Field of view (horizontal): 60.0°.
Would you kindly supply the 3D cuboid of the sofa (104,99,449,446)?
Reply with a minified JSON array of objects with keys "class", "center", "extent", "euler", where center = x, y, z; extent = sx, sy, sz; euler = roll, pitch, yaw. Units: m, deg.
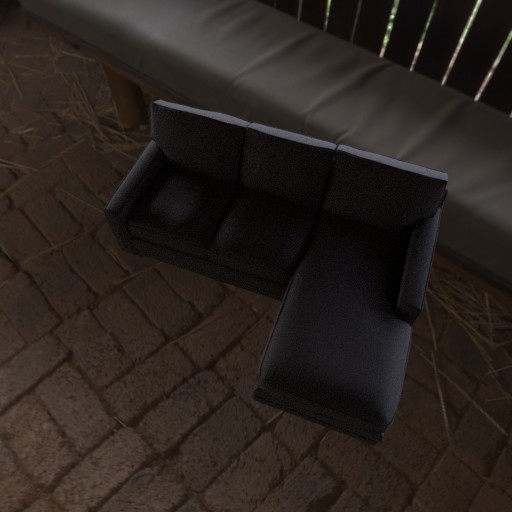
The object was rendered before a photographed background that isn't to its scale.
[{"class":"sofa","center":[0.000,0.000,3.221],"extent":[2.370,0.973,1.790],"euler":[18,60,11]}]
